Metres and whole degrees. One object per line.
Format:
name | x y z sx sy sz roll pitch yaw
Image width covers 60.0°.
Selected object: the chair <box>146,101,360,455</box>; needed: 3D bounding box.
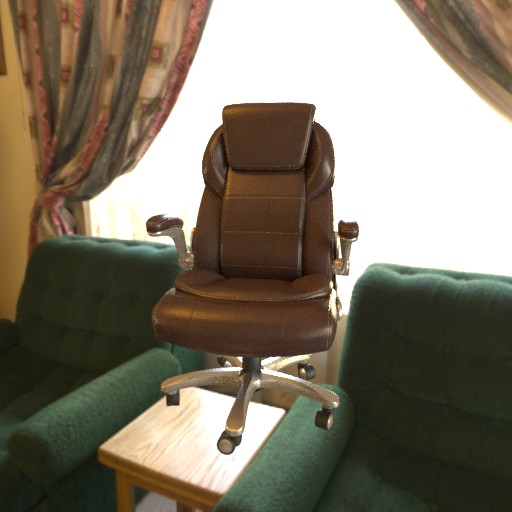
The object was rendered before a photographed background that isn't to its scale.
chair | 0.000 0.000 1.655 0.733 1.160 0.774 2 13 9
